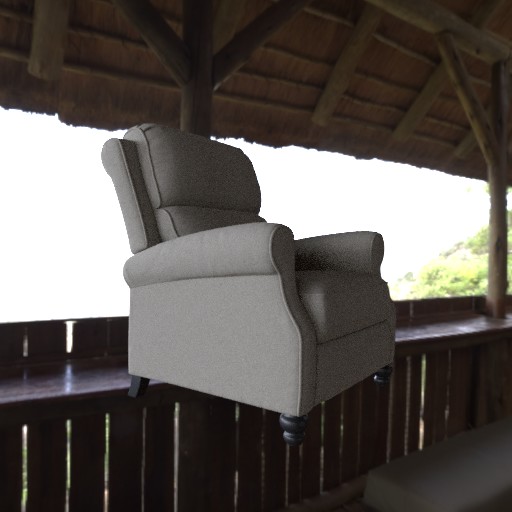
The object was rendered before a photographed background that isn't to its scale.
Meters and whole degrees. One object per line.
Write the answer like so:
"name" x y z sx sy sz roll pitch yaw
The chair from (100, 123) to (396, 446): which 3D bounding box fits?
"chair" 0.000 0.000 1.751 0.919 1.046 0.859 1 1 37
